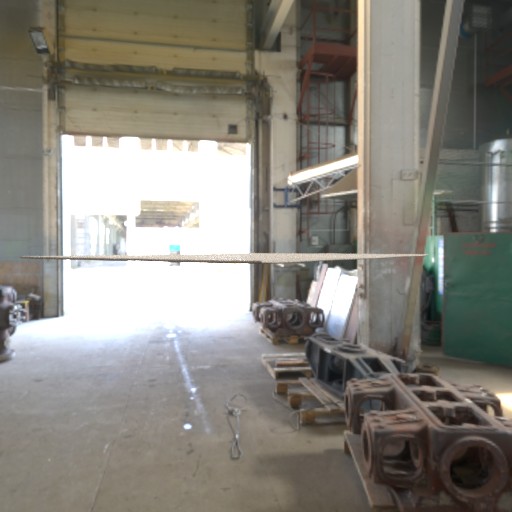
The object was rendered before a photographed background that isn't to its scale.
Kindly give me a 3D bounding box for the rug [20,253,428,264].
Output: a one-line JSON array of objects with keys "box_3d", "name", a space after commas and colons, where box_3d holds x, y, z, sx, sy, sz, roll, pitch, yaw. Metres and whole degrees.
[{"box_3d": [0.000, 0.000, 4.348, 2.436, 0.026, 3.381, 1, 1, 35], "name": "rug"}]
